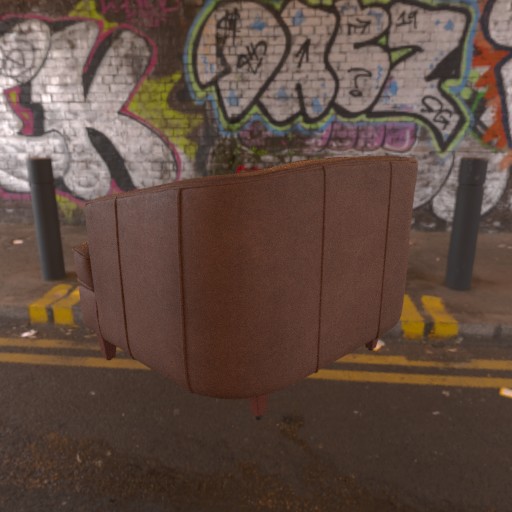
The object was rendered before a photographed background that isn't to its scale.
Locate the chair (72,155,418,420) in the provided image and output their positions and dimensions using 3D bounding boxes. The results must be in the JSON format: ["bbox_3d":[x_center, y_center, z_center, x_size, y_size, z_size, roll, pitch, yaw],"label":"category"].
[{"bbox_3d":[0.000,0.000,1.727,1.118,0.787,0.914,-15,22,-42],"label":"chair"}]
